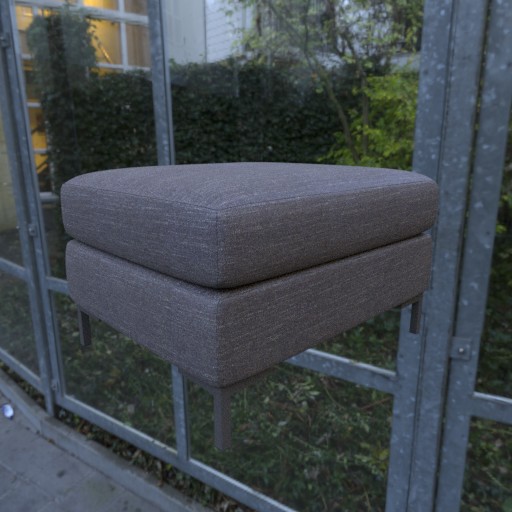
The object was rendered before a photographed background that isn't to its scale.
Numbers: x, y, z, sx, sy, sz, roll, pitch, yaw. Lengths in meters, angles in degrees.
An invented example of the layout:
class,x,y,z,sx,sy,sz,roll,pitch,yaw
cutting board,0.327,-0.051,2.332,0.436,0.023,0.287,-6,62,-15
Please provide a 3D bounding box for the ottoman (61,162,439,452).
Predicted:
class,x,y,z,sx,sy,sz,roll,pitch,yaw
ottoman,0.000,0.000,1.219,0.820,0.490,0.671,-13,20,-42
